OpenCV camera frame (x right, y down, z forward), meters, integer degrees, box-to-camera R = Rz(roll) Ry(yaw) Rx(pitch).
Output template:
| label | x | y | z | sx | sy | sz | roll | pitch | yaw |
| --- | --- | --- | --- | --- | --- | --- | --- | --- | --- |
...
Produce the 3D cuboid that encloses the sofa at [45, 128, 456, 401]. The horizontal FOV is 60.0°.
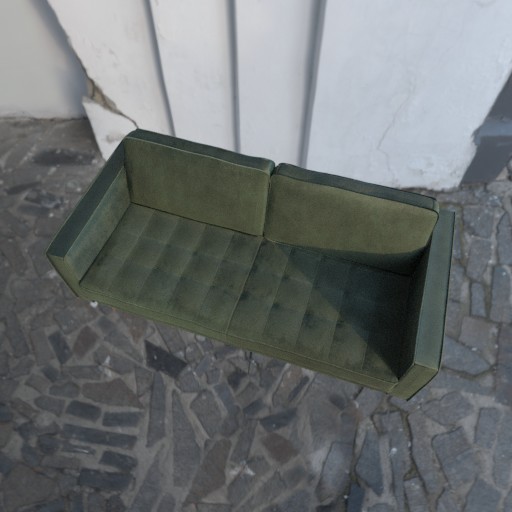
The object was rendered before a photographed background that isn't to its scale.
| label | x | y | z | sx | sy | sz | roll | pitch | yaw |
| --- | --- | --- | --- | --- | --- | --- | --- | --- | --- |
| sofa | 0.000 | 0.000 | 2.258 | 1.816 | 0.781 | 0.886 | 15 | 58 | 10 |
